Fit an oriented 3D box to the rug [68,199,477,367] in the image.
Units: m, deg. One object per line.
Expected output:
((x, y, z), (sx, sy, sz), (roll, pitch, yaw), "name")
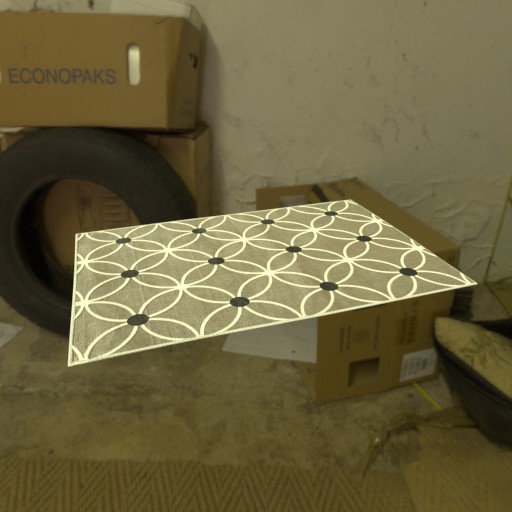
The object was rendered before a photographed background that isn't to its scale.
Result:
((0.000, 0.000, 2.943), (2.284, 0.008, 1.522), (-9, 29, -16), "rug")
